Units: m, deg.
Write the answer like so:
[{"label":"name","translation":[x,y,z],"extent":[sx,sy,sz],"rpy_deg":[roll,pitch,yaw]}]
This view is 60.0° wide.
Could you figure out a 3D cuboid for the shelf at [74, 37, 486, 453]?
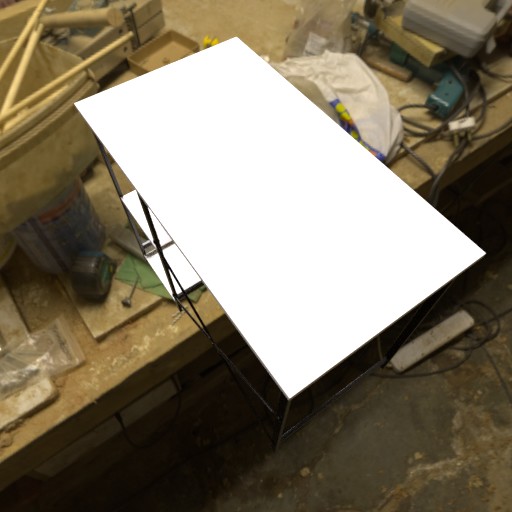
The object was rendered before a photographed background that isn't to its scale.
[{"label":"shelf","translation":[0.000,0.000,1.329],"extent":[0.498,0.750,0.902],"rpy_deg":[-31,63,-18]}]
